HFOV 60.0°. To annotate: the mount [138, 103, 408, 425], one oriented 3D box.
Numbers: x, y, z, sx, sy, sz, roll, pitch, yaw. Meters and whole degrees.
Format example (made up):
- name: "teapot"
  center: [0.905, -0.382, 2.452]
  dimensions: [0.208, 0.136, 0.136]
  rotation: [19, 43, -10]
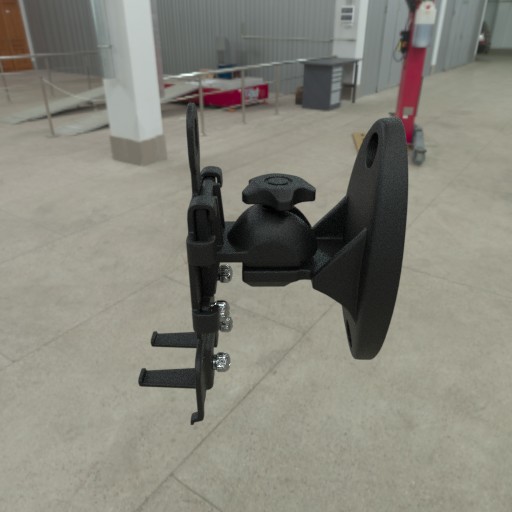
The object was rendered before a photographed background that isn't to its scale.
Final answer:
- name: "mount"
  center: [0.000, 0.000, 0.179]
  dimensions: [0.100, 0.118, 0.066]
  rotation: [0, 28, 0]
